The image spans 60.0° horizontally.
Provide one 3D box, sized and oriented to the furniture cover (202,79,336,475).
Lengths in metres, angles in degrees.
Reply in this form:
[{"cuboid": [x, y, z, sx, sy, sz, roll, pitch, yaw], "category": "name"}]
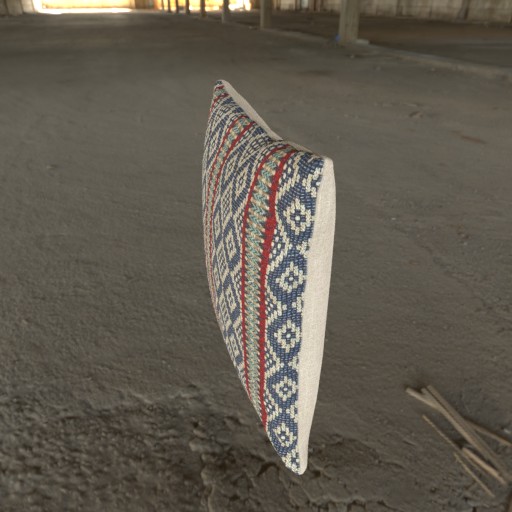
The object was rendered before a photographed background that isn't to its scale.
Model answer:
[{"cuboid": [0.000, 0.000, 0.656, 0.139, 0.431, 0.431, -8, 31, -14], "category": "furniture cover"}]
